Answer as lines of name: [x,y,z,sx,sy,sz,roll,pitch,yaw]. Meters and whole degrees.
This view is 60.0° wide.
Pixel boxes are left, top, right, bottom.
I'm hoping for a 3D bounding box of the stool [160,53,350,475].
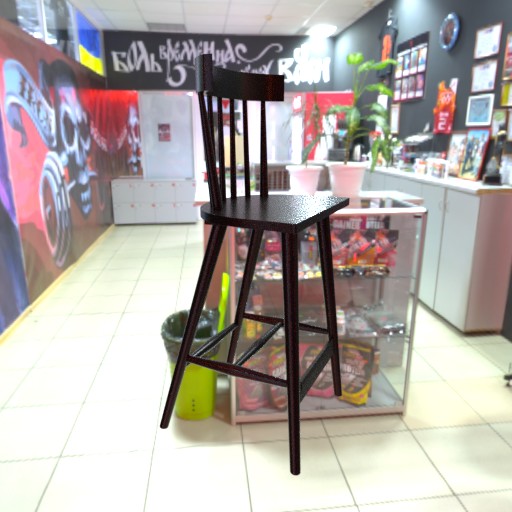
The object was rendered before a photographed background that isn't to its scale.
stool: [0.000,0.000,1.371,0.483,1.092,0.482,7,17,25]
